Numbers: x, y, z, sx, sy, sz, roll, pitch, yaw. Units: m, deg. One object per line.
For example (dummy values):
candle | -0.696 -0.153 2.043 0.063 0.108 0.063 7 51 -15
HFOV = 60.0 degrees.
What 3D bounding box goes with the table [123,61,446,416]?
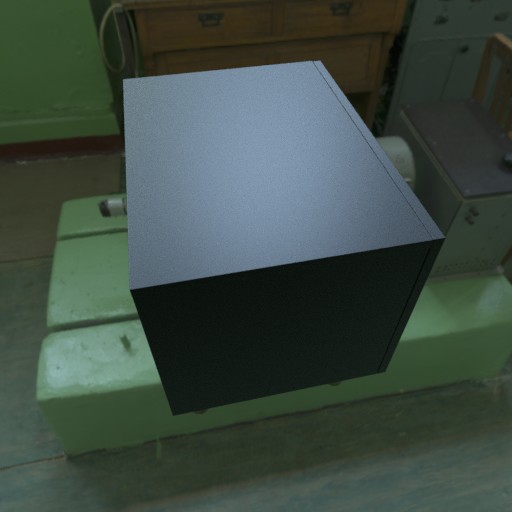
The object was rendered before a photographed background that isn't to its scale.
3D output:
table | 0.000 0.000 0.980 0.441 0.584 0.564 -9 48 -8
